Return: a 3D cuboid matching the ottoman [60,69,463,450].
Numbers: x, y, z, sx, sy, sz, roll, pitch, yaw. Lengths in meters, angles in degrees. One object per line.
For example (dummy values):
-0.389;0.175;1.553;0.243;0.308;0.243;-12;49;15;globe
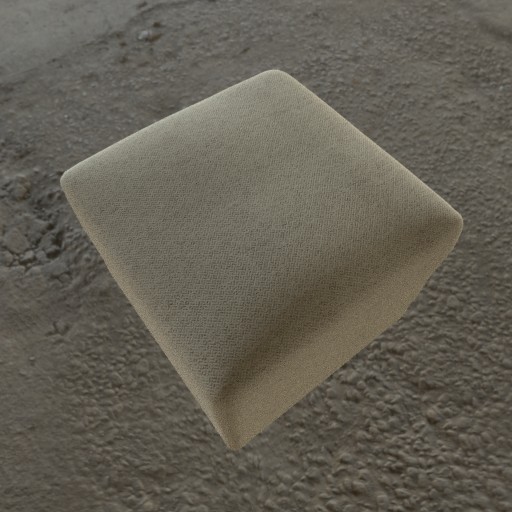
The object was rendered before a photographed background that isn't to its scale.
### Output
0.000;0.000;0.919;0.512;0.453;0.521;-33;65;-18;ottoman
